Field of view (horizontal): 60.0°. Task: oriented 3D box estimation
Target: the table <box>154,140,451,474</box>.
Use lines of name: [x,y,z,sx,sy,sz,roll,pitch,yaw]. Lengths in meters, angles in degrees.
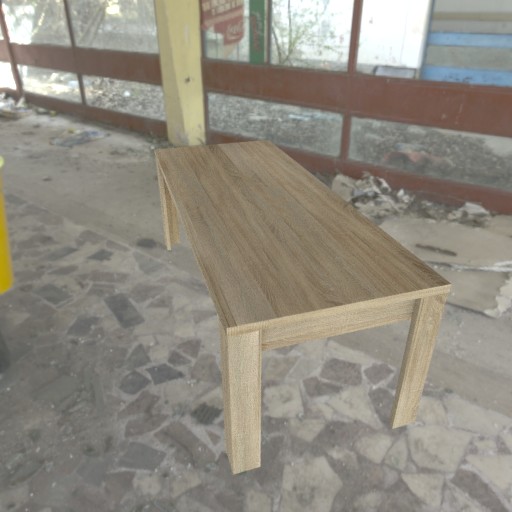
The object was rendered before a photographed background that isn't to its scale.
table: [0.000,0.000,2.711,0.900,0.790,2.200,-9,31,-15]
